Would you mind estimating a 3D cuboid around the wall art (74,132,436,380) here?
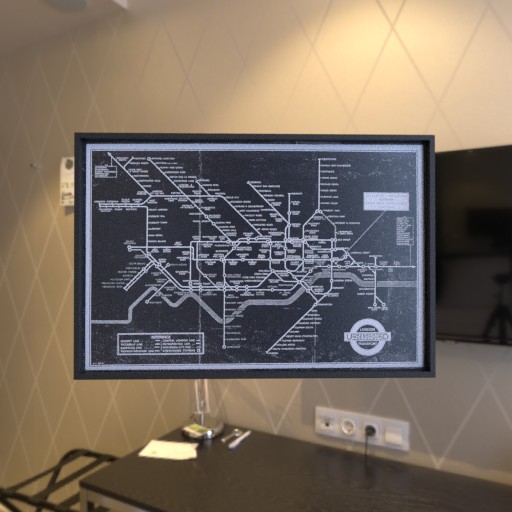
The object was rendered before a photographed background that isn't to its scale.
[{"bbox_3d":[0.000,0.000,0.847,0.671,0.456,0.051,0,0,-1],"label":"wall art"}]
